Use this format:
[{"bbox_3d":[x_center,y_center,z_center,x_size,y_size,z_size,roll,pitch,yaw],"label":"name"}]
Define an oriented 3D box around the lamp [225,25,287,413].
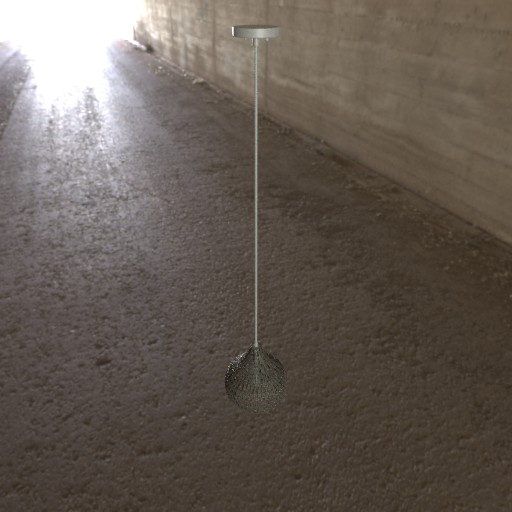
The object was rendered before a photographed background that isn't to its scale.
[{"bbox_3d":[0.000,0.000,2.082,0.355,1.919,0.355,19,36,28],"label":"lamp"}]
